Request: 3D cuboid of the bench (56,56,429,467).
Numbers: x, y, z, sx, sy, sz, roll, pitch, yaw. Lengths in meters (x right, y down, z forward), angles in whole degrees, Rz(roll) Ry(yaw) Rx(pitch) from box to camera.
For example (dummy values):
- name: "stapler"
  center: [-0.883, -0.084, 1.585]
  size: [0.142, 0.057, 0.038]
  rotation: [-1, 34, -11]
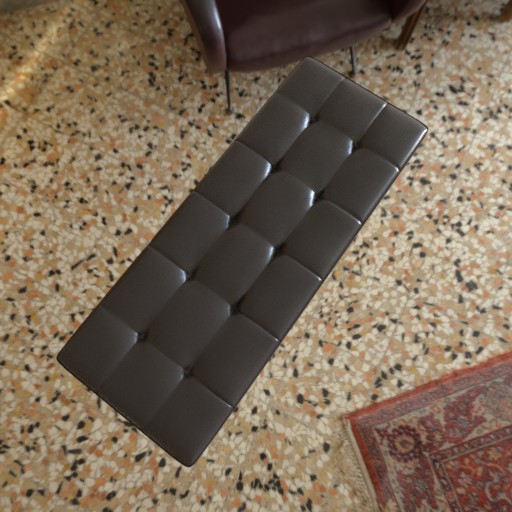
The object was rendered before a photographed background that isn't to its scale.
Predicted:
- name: "bench"
  center: [0.000, 0.000, 1.365]
  size: [0.432, 0.460, 1.105]
  rotation: [35, 77, 9]
